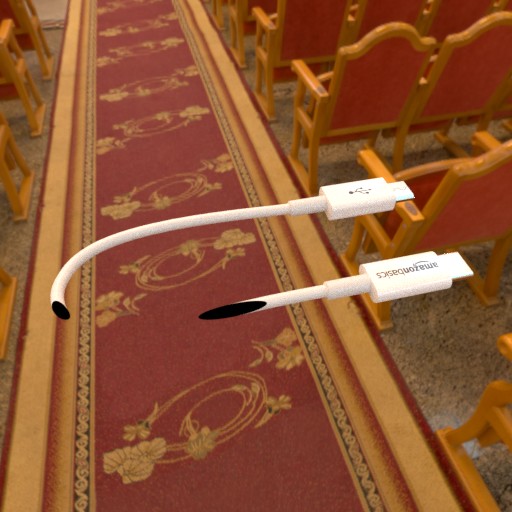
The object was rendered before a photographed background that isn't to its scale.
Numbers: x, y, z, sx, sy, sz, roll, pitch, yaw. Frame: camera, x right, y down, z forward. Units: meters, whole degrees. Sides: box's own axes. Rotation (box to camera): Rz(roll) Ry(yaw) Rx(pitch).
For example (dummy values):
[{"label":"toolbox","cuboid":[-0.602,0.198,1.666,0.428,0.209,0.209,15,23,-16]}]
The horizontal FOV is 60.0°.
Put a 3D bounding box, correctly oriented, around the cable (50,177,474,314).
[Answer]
[{"label":"cable","cuboid":[0.000,0.000,0.111,0.098,0.006,0.040,-10,48,-9]}]
